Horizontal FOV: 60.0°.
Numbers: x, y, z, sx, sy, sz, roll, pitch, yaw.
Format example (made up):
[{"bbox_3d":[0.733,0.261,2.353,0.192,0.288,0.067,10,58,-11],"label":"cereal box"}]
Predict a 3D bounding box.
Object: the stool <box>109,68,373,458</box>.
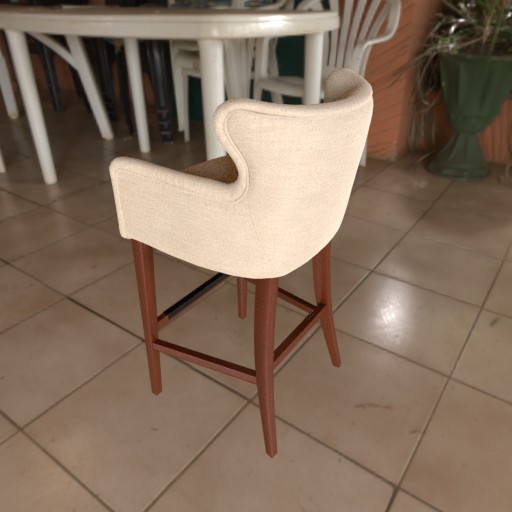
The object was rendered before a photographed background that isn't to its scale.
[{"bbox_3d":[0.000,0.000,1.356,0.563,1.034,0.556,19,35,29],"label":"stool"}]
